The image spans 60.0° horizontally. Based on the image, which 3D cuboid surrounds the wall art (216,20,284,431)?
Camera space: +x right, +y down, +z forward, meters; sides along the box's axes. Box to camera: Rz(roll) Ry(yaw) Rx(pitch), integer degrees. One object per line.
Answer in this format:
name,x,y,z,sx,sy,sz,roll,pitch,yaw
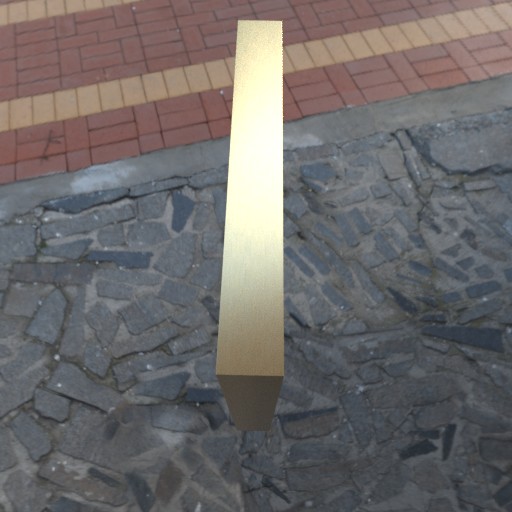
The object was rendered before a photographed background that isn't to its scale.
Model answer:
wall art,0.000,0.000,0.452,0.038,0.304,0.304,1,63,1
